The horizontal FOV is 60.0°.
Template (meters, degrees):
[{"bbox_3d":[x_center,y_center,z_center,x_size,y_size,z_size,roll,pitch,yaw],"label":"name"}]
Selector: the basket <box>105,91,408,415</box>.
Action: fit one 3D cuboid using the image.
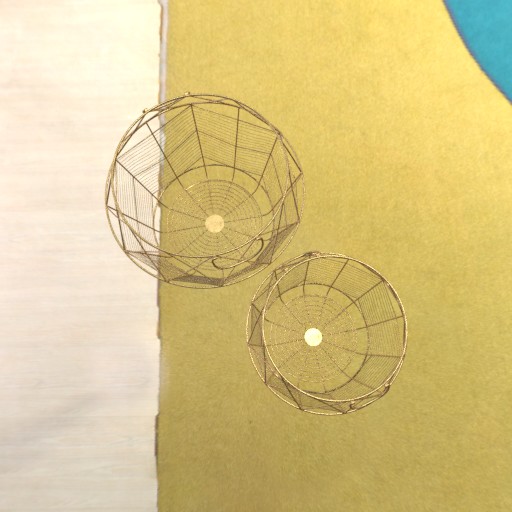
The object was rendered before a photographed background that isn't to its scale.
[{"bbox_3d":[0.000,0.000,1.038,0.451,0.343,0.805,-39,79,-9],"label":"basket"}]
